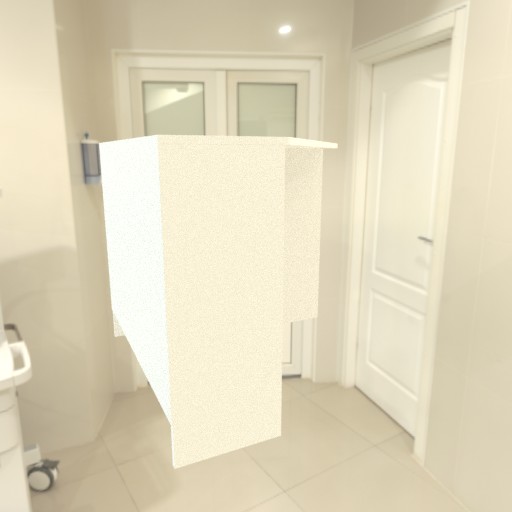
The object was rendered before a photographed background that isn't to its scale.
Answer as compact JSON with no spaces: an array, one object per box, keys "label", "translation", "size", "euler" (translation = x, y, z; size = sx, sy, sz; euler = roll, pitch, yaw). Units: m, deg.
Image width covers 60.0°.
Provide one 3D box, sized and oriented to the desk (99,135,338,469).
[{"label":"desk","translation":[0.000,0.000,1.639],"size":[0.926,0.818,0.940],"euler":[-6,15,-25]}]
